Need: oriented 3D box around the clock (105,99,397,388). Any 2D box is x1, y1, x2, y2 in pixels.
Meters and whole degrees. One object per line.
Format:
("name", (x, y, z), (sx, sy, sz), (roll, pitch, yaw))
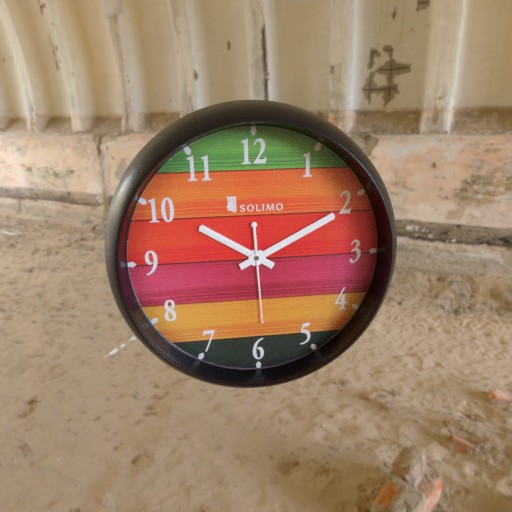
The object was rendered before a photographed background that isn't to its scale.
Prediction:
("clock", (0.000, 0.000, 0.447), (0.300, 0.300, 0.060), (-2, 17, -8))
